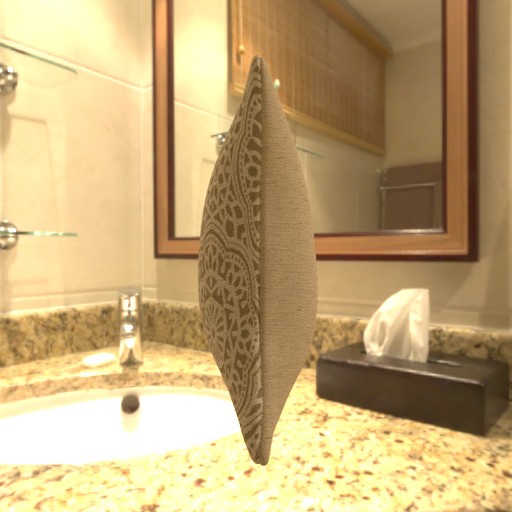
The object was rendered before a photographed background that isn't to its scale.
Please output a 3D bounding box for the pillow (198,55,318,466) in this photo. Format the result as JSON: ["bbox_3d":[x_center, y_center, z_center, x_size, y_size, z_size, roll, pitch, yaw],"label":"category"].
[{"bbox_3d":[0.000,0.000,0.659,0.167,0.421,0.438,0,1,-1],"label":"pillow"}]
